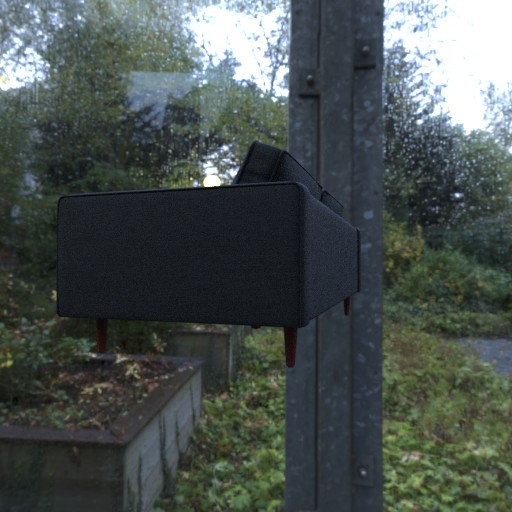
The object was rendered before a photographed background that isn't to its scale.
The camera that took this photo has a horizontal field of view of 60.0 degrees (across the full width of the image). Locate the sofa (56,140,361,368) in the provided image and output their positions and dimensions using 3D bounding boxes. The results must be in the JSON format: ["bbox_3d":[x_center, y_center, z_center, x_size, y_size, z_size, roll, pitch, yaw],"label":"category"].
[{"bbox_3d":[0.000,0.000,2.306,0.914,0.759,1.875,0,-1,18],"label":"sofa"}]
